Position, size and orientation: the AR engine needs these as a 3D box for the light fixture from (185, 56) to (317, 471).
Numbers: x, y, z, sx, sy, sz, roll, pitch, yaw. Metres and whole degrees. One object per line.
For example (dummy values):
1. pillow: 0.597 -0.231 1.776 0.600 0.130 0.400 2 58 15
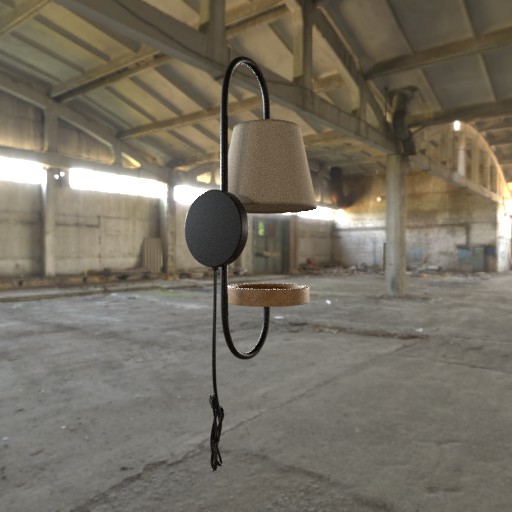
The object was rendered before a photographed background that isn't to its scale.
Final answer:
1. light fixture: 0.000 0.000 0.945 0.220 0.821 0.299 0 1 37
